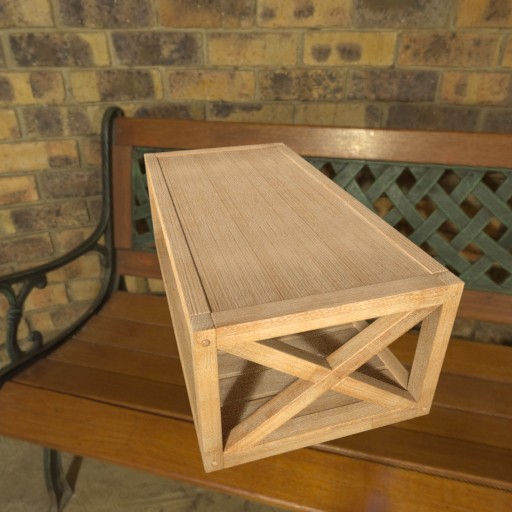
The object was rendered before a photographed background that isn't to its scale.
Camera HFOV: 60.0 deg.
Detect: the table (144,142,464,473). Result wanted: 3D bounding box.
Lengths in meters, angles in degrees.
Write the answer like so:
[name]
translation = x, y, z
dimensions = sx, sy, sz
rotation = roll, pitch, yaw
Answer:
[table]
translation = 0.000, 0.000, 1.640
dimensions = 0.660, 0.457, 1.321
rotation = -8, 31, -14
